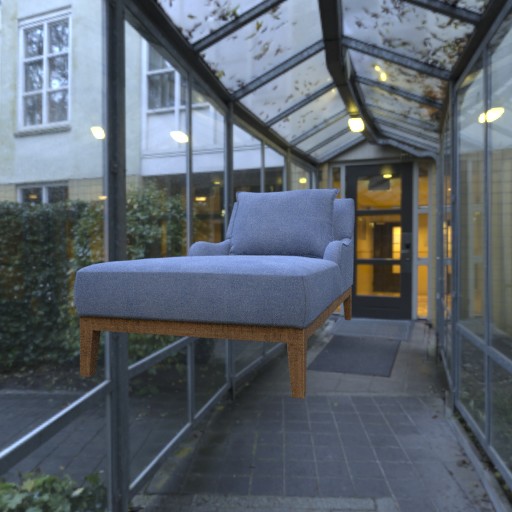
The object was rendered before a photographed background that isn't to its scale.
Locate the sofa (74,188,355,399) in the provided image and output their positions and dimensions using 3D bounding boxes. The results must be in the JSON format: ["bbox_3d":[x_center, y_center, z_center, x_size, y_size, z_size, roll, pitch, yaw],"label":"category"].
[{"bbox_3d":[0.000,0.000,2.360,0.904,0.883,1.779,0,1,17],"label":"sofa"}]
